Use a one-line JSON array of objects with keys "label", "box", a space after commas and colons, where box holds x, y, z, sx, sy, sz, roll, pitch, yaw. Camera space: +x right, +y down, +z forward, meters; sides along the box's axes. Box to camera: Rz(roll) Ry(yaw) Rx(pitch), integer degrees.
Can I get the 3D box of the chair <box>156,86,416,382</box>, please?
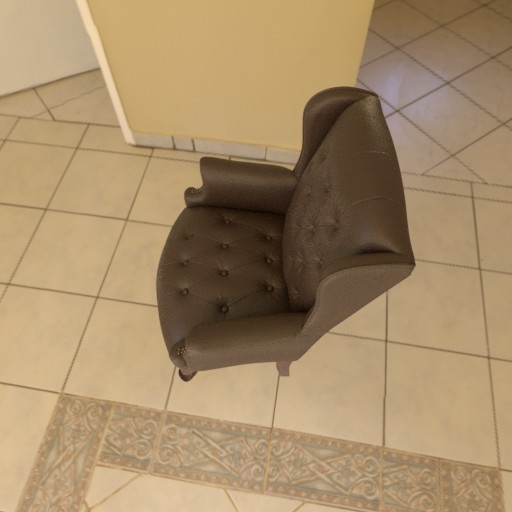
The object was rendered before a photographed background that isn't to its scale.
[{"label": "chair", "box": [0.000, 0.000, 1.705, 0.819, 1.132, 0.829, 0, 59, 0]}]
